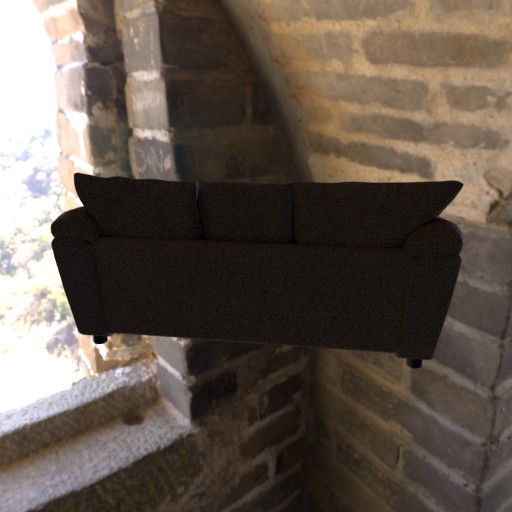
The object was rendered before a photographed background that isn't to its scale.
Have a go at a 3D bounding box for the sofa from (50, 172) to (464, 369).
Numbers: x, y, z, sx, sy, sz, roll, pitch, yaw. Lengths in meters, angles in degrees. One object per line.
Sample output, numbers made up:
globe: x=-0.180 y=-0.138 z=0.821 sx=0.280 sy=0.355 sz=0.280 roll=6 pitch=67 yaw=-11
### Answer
sofa: x=0.000 y=0.000 z=2.814 sx=2.336 sy=1.073 sz=0.878 roll=2 pitch=17 yaw=8
